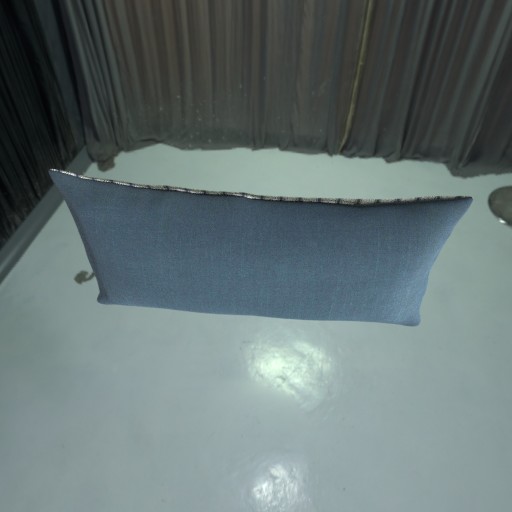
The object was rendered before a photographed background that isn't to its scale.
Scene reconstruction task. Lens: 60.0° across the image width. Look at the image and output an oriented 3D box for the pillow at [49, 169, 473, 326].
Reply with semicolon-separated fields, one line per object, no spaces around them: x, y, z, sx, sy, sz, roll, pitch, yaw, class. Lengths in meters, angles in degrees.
0.000;0.000;0.735;0.609;0.305;0.151;3;46;3;pillow
